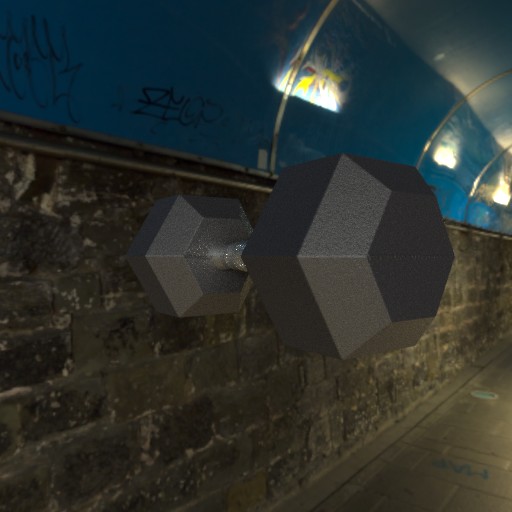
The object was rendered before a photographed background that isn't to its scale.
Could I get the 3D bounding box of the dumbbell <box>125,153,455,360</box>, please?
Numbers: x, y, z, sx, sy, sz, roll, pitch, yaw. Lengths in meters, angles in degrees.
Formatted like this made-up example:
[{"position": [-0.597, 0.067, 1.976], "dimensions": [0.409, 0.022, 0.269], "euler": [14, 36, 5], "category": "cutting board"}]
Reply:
[{"position": [0.000, 0.000, 0.439], "dimensions": [0.157, 0.137, 0.361], "euler": [0, 0, -35], "category": "dumbbell"}]
